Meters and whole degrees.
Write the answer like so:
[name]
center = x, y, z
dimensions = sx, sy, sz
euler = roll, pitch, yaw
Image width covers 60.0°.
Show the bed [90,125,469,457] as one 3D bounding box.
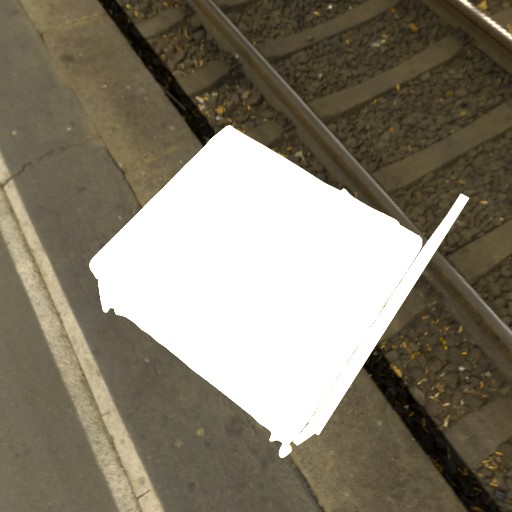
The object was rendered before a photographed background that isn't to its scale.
[bed]
center = 0.000, 0.000, 3.193
dimensions = 2.047, 1.269, 1.876
euler = 34, 68, 15
